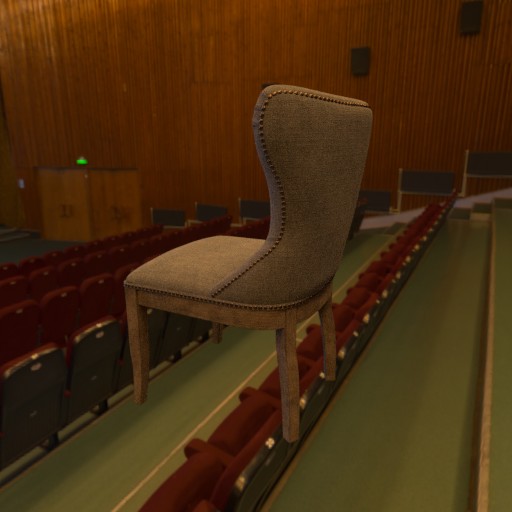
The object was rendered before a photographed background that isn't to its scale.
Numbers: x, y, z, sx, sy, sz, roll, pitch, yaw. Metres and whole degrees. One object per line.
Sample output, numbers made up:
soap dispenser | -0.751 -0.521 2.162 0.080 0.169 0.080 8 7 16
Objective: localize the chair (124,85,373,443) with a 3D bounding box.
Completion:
chair | 0.000 0.000 1.468 0.681 1.002 0.654 8 18 26
